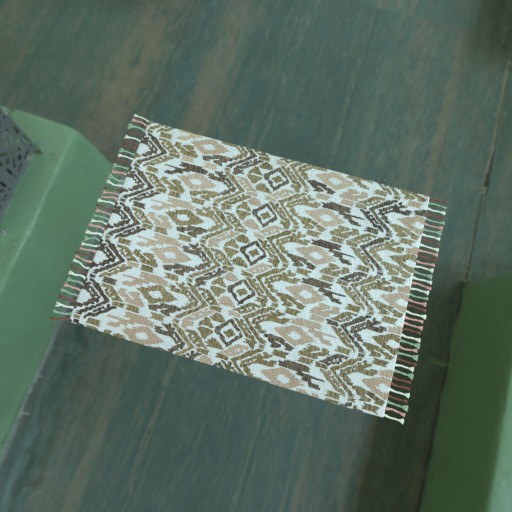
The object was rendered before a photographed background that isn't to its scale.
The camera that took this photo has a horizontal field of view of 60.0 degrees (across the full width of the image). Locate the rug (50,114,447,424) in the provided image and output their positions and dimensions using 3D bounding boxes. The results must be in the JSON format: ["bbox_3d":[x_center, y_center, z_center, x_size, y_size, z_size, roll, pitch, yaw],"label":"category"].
[{"bbox_3d":[0.000,0.000,2.319,1.829,0.008,1.219,16,76,4],"label":"rug"}]
